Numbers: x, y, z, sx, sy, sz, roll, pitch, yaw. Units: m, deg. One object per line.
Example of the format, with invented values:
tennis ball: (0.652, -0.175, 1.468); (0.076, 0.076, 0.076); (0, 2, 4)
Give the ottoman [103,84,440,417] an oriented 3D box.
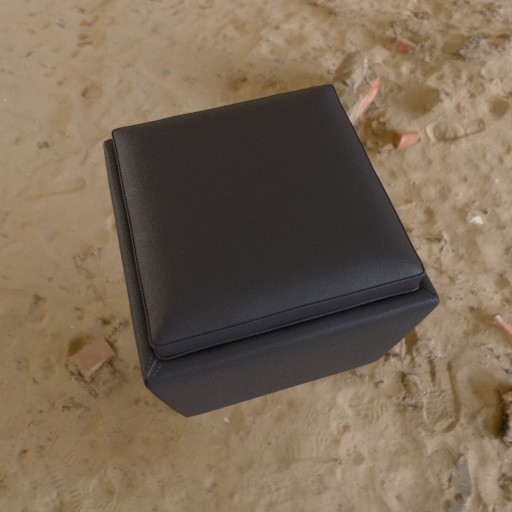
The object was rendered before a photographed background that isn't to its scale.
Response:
ottoman: (0.000, 0.000, 0.843); (0.451, 0.460, 0.450); (-14, 64, -7)
